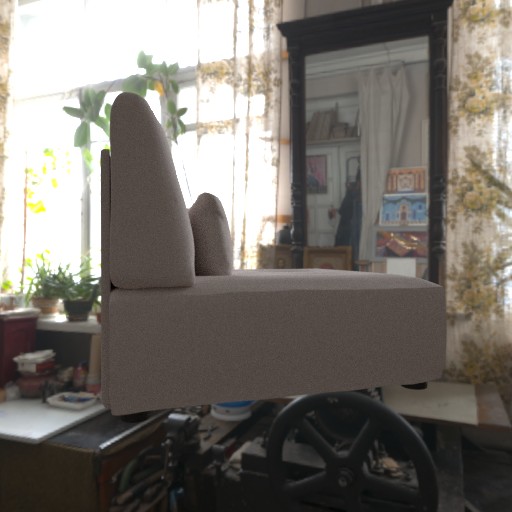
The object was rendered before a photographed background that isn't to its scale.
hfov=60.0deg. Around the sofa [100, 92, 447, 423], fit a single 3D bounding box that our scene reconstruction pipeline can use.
[{"bbox_3d":[0.000,0.000,1.535,1.000,0.820,0.700,0,0,-17],"label":"sofa"}]
